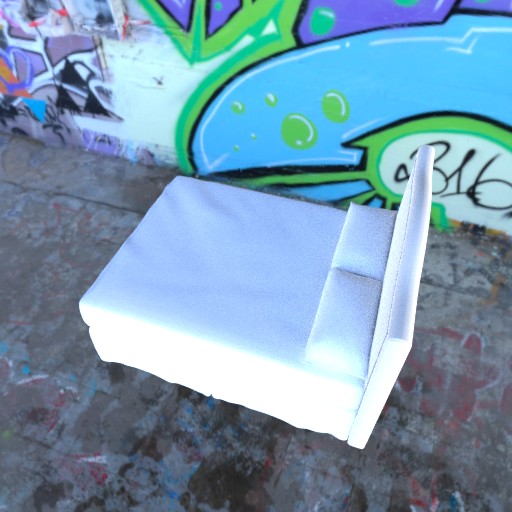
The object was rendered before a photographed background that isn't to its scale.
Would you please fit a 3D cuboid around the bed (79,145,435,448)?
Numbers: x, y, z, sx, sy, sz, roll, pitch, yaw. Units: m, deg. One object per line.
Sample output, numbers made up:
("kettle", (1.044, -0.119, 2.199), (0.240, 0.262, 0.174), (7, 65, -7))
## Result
("bed", (0.000, 0.000, 3.301), (2.143, 1.460, 1.753), (14, 48, 13))
